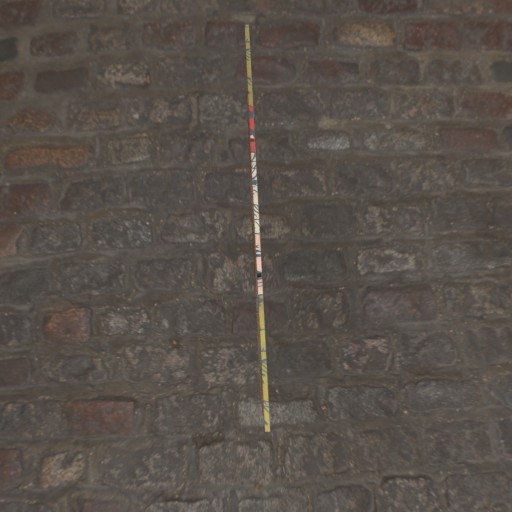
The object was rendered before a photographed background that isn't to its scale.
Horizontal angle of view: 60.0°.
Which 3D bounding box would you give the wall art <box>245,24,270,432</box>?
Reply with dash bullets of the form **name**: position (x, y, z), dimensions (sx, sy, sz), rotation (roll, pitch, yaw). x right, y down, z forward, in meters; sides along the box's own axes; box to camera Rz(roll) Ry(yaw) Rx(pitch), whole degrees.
- **wall art**: position (0.000, 0.000, 1.846), dimensions (0.013, 1.218, 1.206), rotation (-3, 76, -1)
